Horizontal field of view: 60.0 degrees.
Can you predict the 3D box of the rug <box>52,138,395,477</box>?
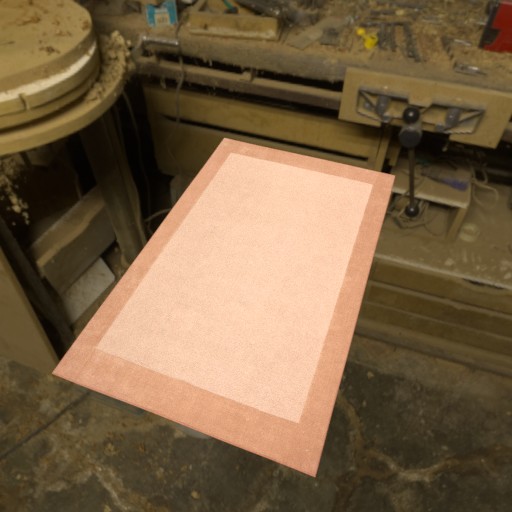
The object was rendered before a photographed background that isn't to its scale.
[{"bbox_3d":[0.000,0.000,3.050,1.524,0.014,2.438,16,51,13],"label":"rug"}]
